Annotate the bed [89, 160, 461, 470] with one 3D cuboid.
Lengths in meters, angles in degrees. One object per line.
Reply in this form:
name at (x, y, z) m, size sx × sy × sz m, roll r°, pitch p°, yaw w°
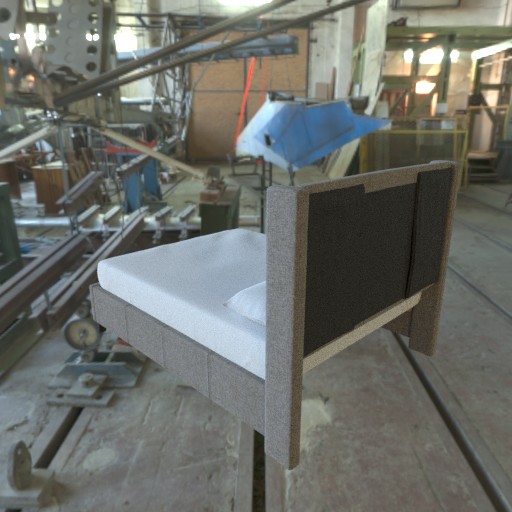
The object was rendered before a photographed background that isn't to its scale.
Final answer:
bed at (0.000, 0.000, 3.407) m, size 1.714 × 1.481 × 2.245 m, roll -17°, pitch 24°, yaw -42°
